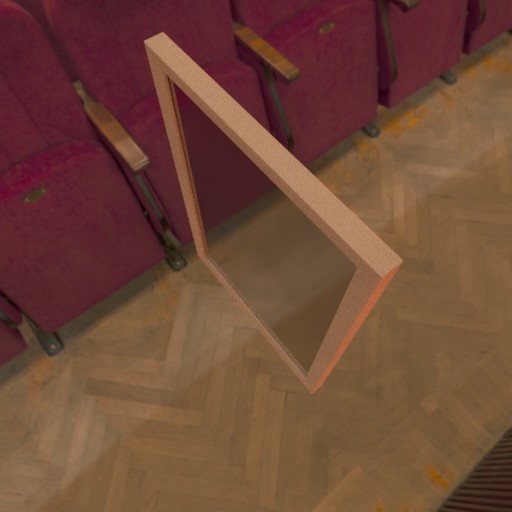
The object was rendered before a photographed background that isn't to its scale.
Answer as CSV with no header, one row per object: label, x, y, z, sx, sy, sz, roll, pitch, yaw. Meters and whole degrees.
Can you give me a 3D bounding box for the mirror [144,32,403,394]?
mirror,0.000,0.000,0.908,0.040,0.710,0.507,-35,68,-17
